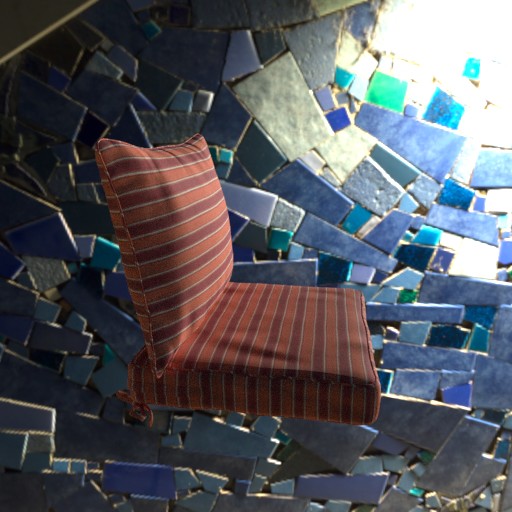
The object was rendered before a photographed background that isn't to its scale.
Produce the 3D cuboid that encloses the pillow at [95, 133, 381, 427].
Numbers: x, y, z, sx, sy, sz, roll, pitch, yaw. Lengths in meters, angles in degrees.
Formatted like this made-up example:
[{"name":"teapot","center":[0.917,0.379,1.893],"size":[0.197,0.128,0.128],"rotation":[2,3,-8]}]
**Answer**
[{"name":"pillow","center":[0.000,0.000,1.377],"size":[0.733,0.723,0.799],"rotation":[3,17,9]}]
